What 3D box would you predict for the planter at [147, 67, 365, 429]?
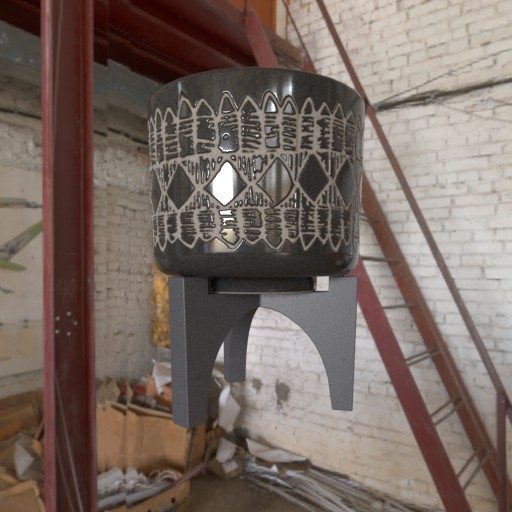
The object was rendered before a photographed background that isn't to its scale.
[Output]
[{"bbox_3d":[0.000,0.000,0.406,0.196,0.264,0.196,0,-1,-17],"label":"planter"}]
